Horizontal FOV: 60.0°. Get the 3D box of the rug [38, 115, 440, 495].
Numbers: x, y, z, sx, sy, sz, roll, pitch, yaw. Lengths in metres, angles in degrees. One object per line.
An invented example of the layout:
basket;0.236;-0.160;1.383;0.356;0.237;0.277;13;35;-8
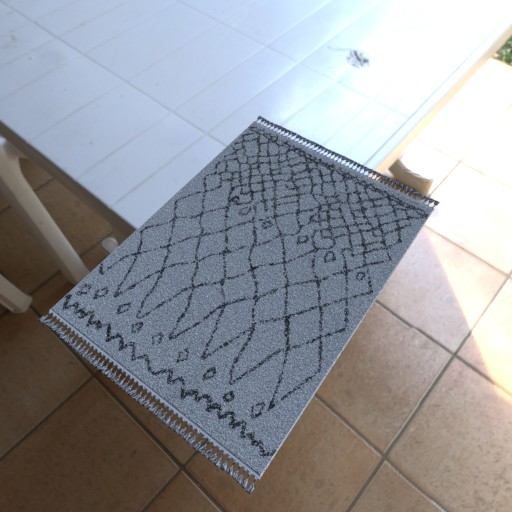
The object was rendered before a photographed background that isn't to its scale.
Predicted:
rug;0.000;0.000;2.954;1.613;0.017;2.312;31;62;19
